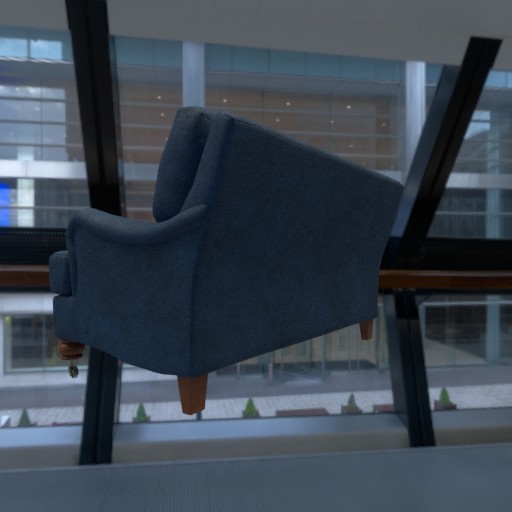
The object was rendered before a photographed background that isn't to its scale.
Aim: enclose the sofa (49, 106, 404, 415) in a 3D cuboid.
[{"bbox_3d":[0.000,0.000,2.425,1.084,1.101,1.853,0,0,35],"label":"sofa"}]
